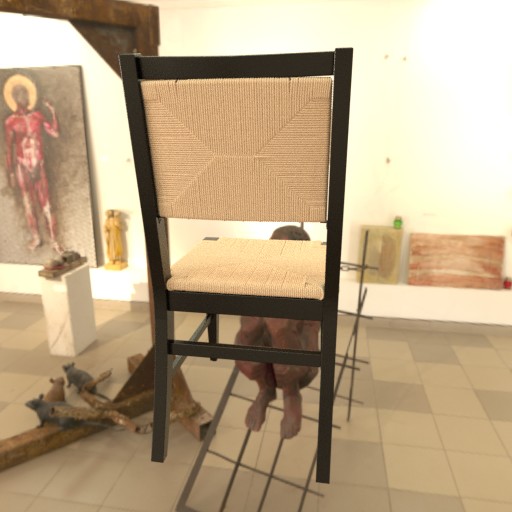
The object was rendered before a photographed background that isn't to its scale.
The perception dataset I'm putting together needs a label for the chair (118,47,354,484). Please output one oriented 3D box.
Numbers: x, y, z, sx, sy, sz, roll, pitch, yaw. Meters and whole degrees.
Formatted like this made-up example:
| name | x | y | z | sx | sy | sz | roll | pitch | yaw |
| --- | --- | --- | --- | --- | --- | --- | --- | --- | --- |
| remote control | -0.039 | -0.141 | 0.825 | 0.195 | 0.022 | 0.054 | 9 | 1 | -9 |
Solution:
| name | x | y | z | sx | sy | sz | roll | pitch | yaw |
| --- | --- | --- | --- | --- | --- | --- | --- | --- | --- |
| chair | 0.000 | 0.000 | 1.177 | 0.437 | 0.927 | 0.552 | 3 | 16 | 9 |
